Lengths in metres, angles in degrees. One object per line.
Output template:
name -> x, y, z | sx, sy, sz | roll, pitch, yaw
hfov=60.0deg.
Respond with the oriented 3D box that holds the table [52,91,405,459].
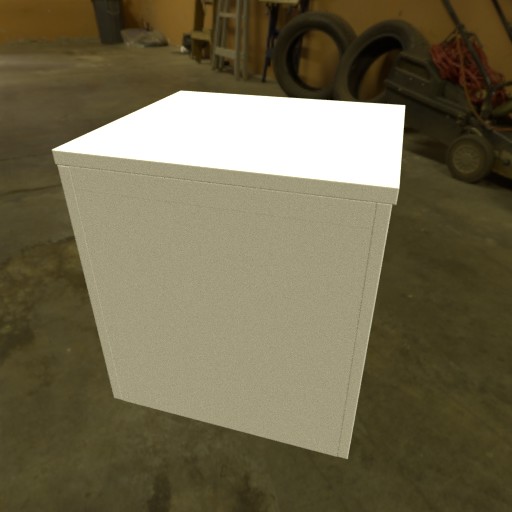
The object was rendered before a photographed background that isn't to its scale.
table -> 0.000, 0.000, 0.778 | 0.420, 0.460, 0.380 | 9, 33, 14
